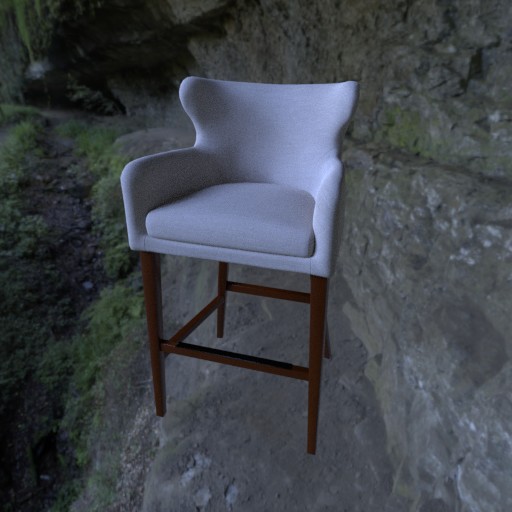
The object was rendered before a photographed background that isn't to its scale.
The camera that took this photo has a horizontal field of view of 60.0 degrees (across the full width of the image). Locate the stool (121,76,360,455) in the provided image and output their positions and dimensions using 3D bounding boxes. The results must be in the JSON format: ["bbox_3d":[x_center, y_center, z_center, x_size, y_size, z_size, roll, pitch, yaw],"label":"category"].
[{"bbox_3d":[0.000,0.000,1.409,0.556,1.034,0.563,8,27,15],"label":"stool"}]
